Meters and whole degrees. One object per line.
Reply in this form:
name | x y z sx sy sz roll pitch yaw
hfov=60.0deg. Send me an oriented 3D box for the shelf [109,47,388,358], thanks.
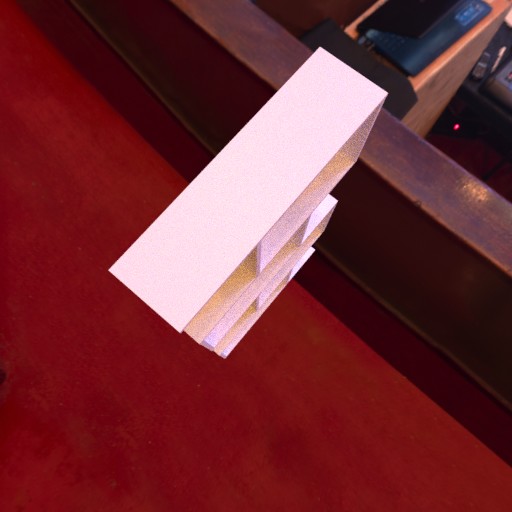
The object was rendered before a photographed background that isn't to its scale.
shelf | 0.000 0.000 2.004 0.250 1.650 0.890 39 78 10
